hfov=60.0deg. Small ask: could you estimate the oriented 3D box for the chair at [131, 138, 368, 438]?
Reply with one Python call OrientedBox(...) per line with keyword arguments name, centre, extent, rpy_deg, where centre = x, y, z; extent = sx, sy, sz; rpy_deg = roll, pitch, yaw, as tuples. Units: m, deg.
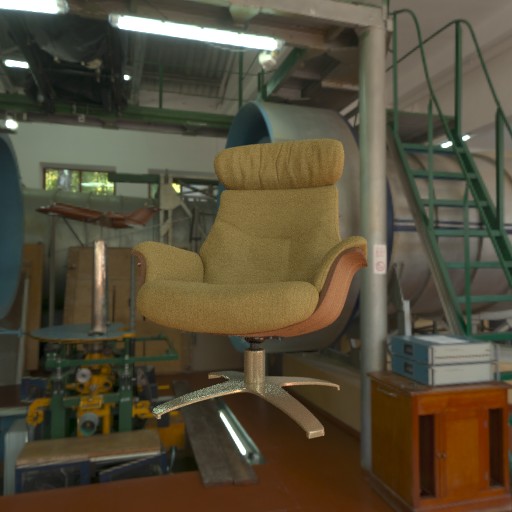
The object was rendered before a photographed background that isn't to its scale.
OrientedBox(name="chair", centre=(0.000, 0.000, 1.561), extent=(0.785, 0.995, 0.837), rpy_deg=(0, -2, 18))
